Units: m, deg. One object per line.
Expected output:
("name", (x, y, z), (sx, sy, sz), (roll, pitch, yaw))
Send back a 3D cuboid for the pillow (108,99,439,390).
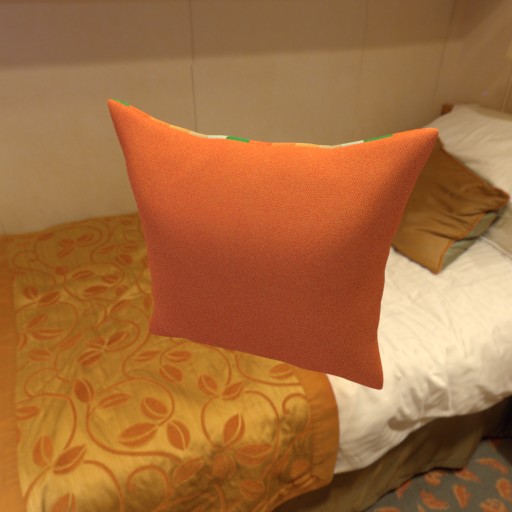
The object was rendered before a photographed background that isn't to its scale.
("pillow", (0.000, 0.000, 0.696), (0.453, 0.444, 0.169), (10, 33, 16))
